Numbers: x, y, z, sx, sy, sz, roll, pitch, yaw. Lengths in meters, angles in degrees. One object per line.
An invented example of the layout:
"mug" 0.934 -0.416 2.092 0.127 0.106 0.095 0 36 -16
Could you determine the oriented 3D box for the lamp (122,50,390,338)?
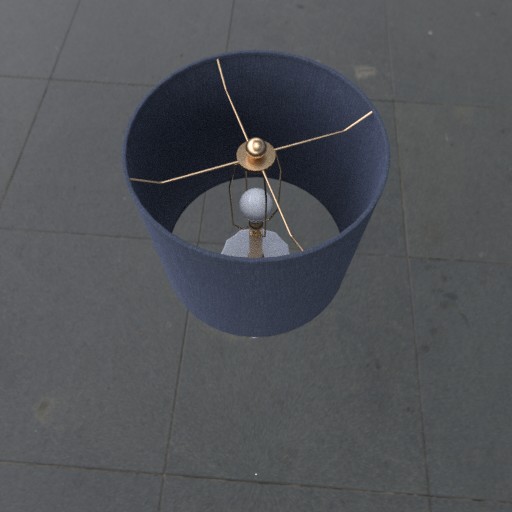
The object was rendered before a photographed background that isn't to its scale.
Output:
"lamp" 0.000 0.000 0.700 0.277 0.537 0.277 17 65 8
